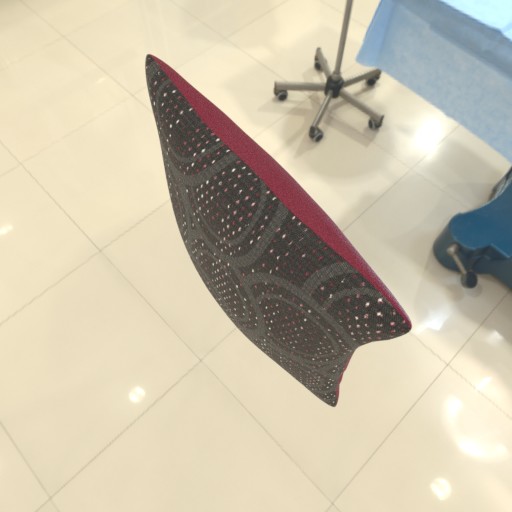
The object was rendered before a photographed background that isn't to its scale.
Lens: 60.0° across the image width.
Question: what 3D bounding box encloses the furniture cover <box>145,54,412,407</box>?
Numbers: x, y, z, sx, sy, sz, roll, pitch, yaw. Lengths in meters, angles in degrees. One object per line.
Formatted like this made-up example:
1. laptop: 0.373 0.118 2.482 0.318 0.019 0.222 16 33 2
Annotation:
1. furniture cover: 0.000 0.000 0.797 0.193 0.509 0.552 -34 67 -16
